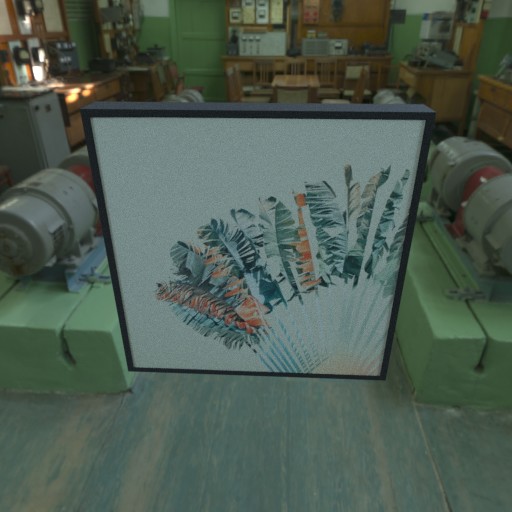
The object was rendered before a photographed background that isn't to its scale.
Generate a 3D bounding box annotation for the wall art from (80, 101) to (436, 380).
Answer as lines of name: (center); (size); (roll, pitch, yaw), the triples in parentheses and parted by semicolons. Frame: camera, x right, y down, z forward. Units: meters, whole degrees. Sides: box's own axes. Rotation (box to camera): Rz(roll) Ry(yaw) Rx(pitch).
wall art: (0.000, 0.000, 0.463); (0.302, 0.300, 0.036); (1, 29, 2)
